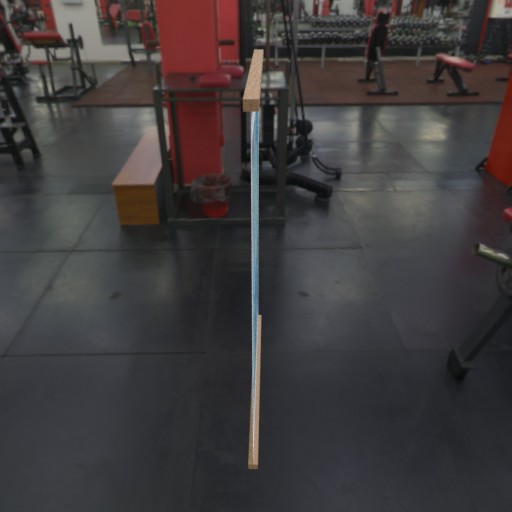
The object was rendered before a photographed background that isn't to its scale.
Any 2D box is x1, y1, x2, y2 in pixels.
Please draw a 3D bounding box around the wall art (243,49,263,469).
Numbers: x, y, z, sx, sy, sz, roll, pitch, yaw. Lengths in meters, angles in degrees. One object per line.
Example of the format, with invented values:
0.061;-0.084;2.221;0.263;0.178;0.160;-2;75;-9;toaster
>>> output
0.000;0.000;0.645;0.013;0.510;0.335;1;31;1;wall art
